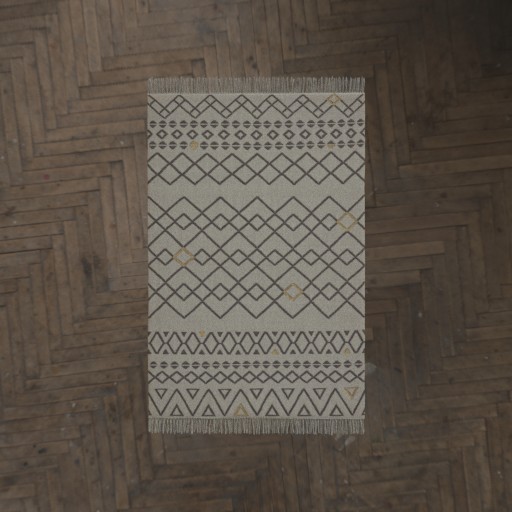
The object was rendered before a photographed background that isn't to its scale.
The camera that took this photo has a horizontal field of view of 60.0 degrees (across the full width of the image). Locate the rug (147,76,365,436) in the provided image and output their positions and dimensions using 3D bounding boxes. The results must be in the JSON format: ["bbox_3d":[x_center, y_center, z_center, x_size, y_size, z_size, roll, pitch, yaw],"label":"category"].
[{"bbox_3d":[0.000,0.000,3.049,1.495,0.035,2.472,0,90,1],"label":"rug"}]
